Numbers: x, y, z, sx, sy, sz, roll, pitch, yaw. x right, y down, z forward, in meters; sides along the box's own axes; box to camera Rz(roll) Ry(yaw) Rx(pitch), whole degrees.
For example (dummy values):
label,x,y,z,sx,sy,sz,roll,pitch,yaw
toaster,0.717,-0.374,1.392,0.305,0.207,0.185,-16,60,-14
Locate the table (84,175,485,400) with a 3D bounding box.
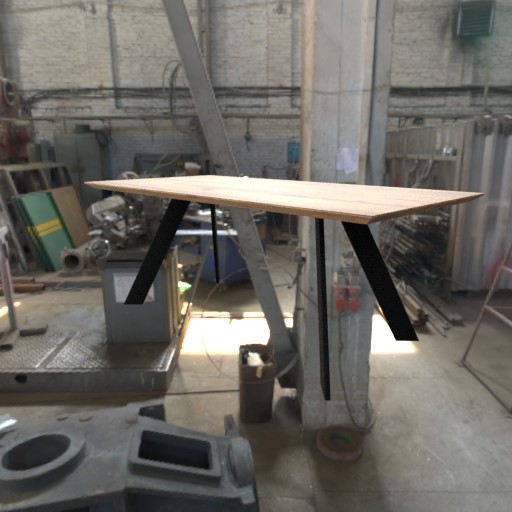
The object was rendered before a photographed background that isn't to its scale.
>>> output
label,x,y,z,sx,sy,sz,roll,pitch,yaw
table,0.000,0.000,2.487,2.000,0.770,1.000,13,19,43
